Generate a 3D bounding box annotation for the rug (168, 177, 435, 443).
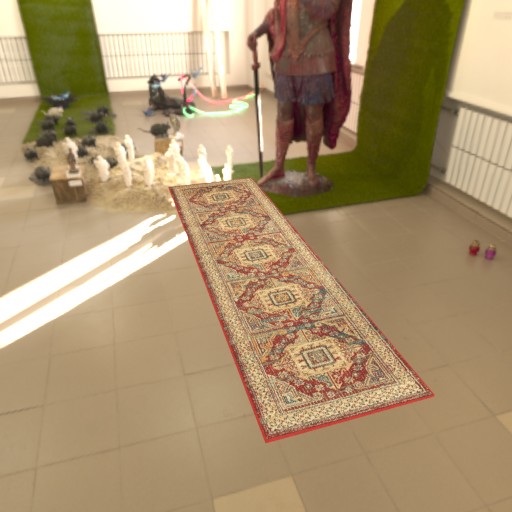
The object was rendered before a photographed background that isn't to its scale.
[{"bbox_3d":[0.000,0.000,2.480,0.659,0.015,2.292,-9,32,-15],"label":"rug"}]
